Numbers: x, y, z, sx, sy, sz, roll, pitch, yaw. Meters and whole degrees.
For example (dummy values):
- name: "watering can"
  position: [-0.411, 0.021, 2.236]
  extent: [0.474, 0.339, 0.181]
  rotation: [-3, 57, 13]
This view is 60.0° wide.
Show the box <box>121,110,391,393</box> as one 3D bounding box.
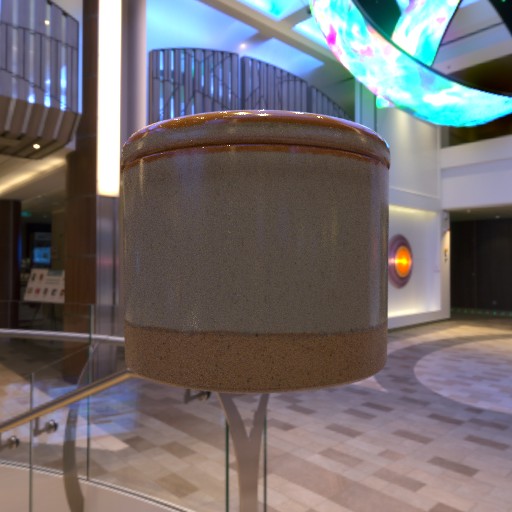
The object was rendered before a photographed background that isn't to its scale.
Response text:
- name: "box"
  position: [0.000, 0.000, 0.211]
  extent: [0.123, 0.100, 0.123]
  rotation: [0, -1, 0]
